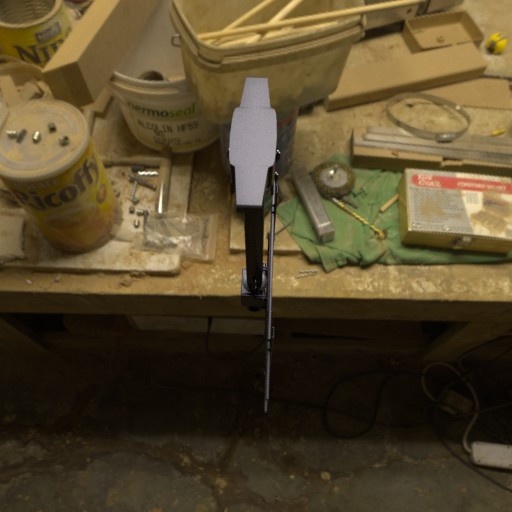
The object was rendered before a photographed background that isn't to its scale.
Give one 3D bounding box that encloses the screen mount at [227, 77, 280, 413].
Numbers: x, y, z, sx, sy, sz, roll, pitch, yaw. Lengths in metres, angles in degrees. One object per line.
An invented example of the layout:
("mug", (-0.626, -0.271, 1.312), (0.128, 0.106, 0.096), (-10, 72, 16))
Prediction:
("screen mount", (0.000, 0.000, 1.003), (0.090, 0.775, 0.595), (2, 63, 1))
